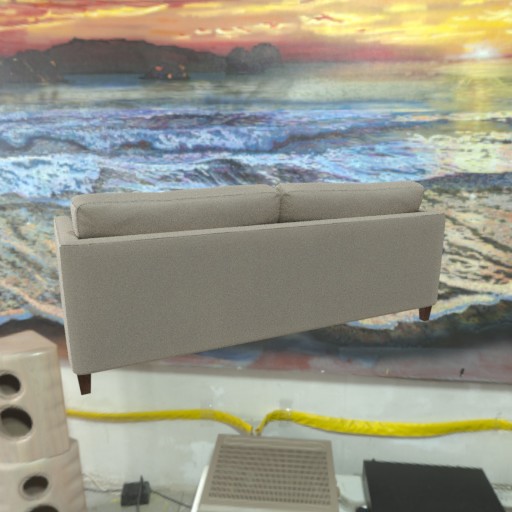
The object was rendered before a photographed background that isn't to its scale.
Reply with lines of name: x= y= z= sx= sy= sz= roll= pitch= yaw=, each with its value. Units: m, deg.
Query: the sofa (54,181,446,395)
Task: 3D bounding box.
sofa: x=0.000 y=0.000 z=2.893 sx=2.361 sy=0.968 sz=0.951 roll=-6 pitch=15 yaw=-24
